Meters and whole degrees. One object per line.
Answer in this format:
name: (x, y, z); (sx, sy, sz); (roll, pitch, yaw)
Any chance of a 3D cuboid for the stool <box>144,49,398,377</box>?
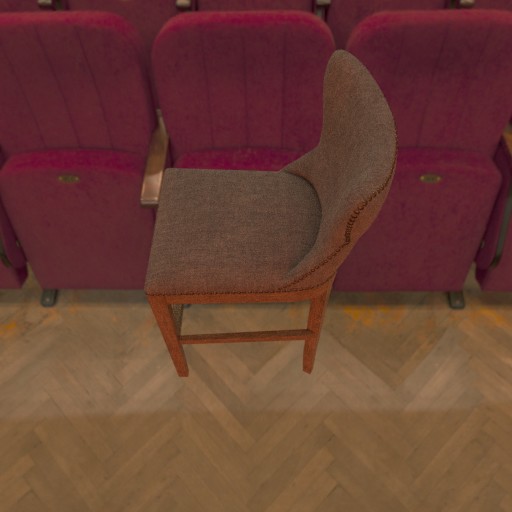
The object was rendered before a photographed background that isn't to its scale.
stool: (0.000, 0.000, 1.400); (0.606, 1.123, 0.494); (1, 57, 0)
